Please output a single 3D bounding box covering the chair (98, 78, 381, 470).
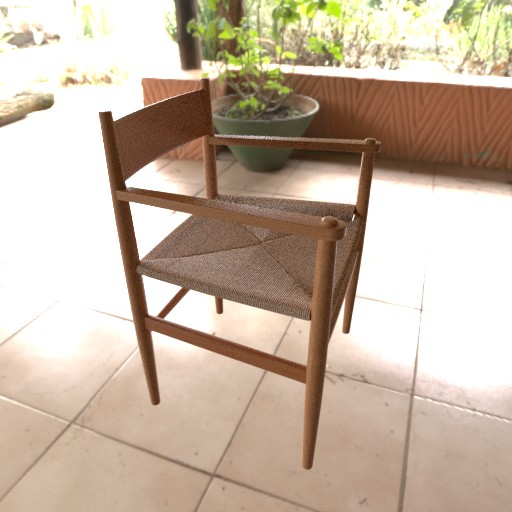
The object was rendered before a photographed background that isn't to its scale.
[{"bbox_3d":[0.000,0.000,1.116,0.495,0.762,0.556,10,31,17],"label":"chair"}]
